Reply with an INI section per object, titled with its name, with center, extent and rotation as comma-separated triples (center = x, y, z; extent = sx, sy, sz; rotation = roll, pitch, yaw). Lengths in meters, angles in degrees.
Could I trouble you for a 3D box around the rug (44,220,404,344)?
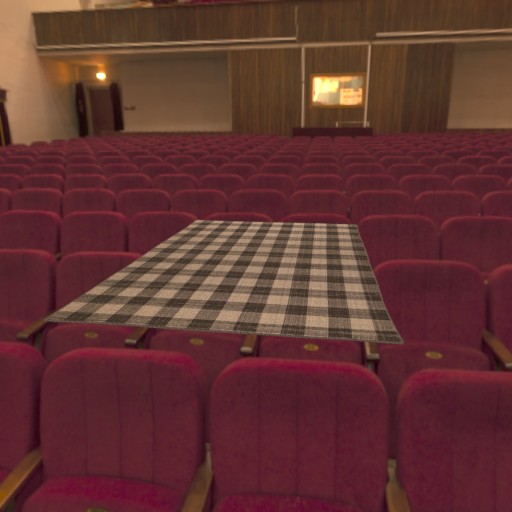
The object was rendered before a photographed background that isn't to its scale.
[rug]
center = 0.000, 0.000, 3.042
extent = 1.554, 0.011, 2.476
rotation = 2, 15, 8
